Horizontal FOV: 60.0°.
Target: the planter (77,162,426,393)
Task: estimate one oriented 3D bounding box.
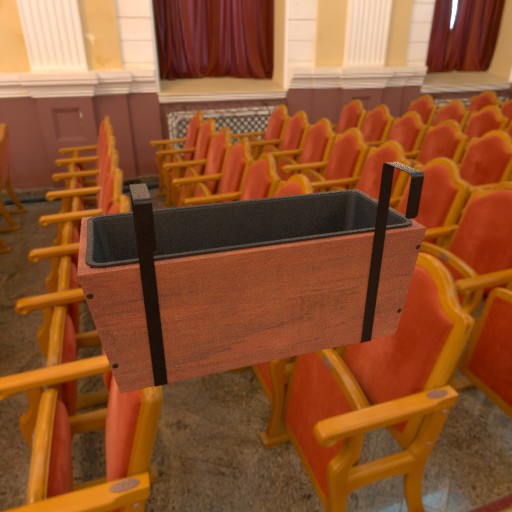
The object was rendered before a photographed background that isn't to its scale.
[{"bbox_3d":[0.000,0.000,0.656,0.480,0.289,0.262,-8,27,-16],"label":"planter"}]
